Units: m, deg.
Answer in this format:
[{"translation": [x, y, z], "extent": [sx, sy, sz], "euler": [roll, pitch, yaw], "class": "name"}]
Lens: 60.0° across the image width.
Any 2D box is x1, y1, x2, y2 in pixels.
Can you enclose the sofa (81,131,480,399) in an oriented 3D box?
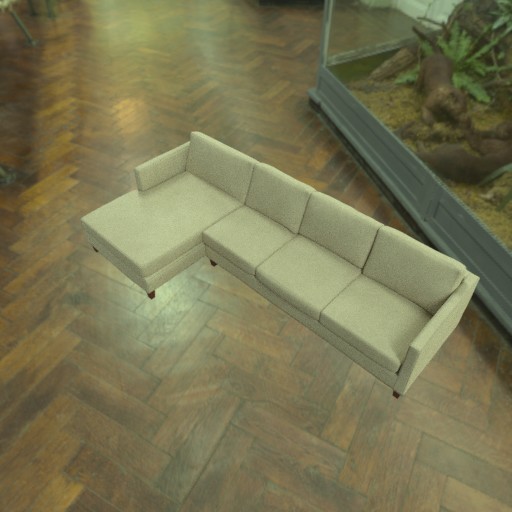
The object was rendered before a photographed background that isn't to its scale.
[{"translation": [0.000, 0.000, 3.894], "extent": [3.186, 0.846, 1.625], "euler": [33, 53, 30], "class": "sofa"}]
